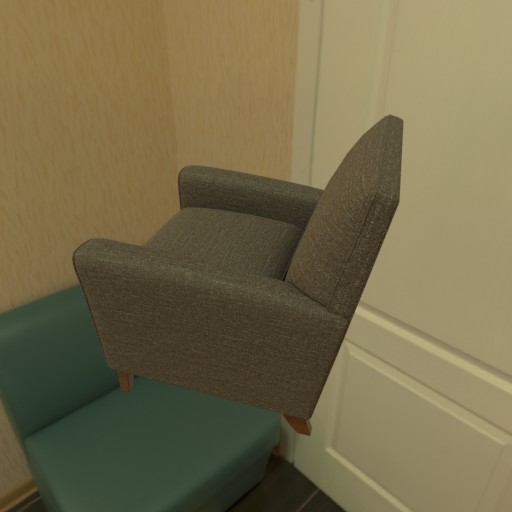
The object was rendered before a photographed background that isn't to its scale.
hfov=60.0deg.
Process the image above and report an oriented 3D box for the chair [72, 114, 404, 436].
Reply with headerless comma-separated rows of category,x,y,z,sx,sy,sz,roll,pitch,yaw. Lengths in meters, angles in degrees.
chair,0.000,0.000,1.591,0.875,0.885,0.838,9,31,14
